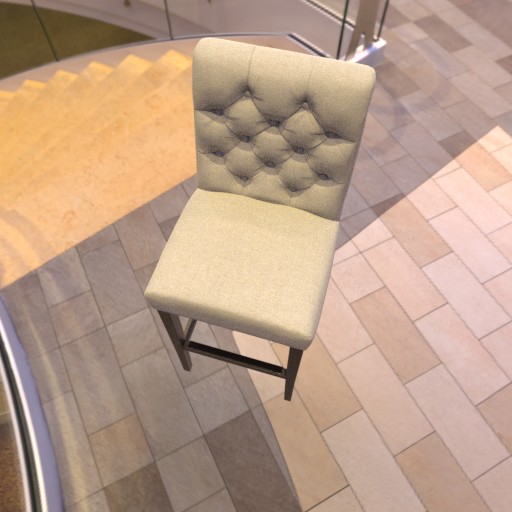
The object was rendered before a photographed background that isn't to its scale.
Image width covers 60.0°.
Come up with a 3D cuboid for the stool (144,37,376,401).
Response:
[{"bbox_3d":[0.000,0.000,1.459,0.493,1.140,0.601,14,60,8],"label":"stool"}]
